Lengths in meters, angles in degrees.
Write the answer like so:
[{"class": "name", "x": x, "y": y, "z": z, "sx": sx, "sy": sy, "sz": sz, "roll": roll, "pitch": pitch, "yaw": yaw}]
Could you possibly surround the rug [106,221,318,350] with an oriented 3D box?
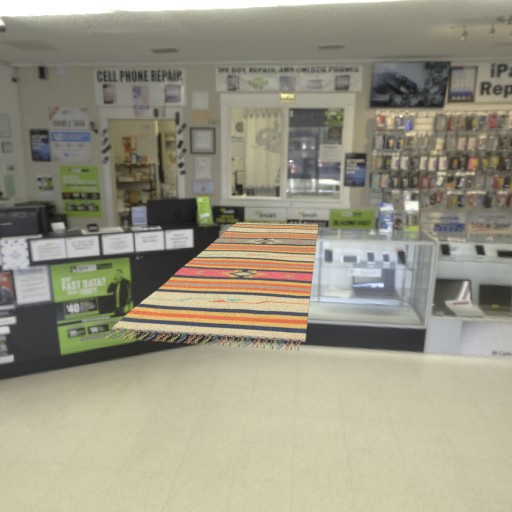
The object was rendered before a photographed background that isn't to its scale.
[{"class": "rug", "x": 0.000, "y": 0.000, "z": 2.648, "sx": 0.695, "sy": 0.017, "sz": 2.455, "roll": 2, "pitch": 14, "yaw": 9}]
